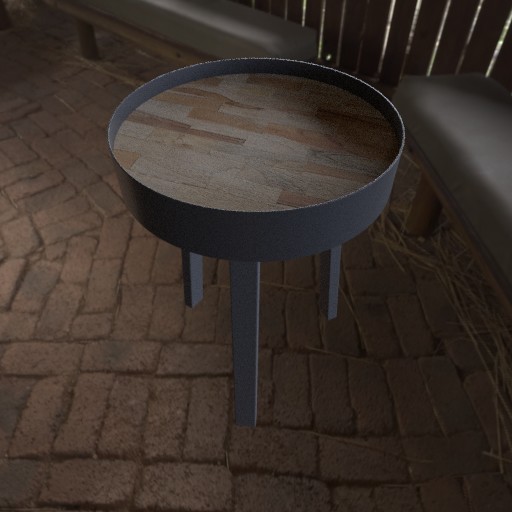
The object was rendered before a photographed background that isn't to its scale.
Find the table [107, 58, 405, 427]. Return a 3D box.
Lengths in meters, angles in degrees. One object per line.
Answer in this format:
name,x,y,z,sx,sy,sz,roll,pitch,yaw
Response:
table,0.000,0.000,0.822,0.406,0.559,0.406,0,46,0
